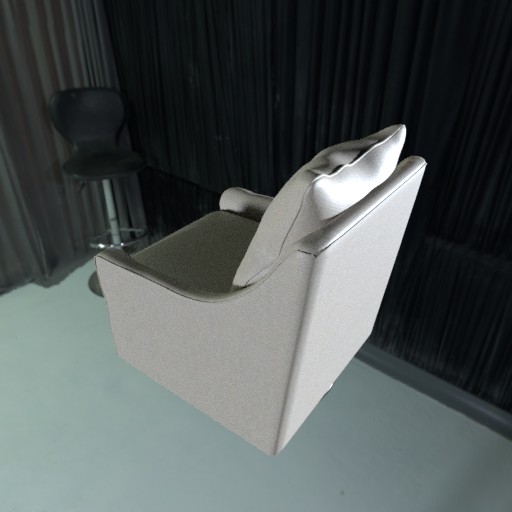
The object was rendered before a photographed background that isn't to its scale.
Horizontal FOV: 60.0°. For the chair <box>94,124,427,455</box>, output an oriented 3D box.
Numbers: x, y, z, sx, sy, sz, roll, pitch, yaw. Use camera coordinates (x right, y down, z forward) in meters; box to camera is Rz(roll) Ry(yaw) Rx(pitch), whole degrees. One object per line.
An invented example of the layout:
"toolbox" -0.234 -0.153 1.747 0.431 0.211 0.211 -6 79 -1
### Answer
"chair" 0.000 0.000 1.598 0.876 0.942 0.760 21 38 30
